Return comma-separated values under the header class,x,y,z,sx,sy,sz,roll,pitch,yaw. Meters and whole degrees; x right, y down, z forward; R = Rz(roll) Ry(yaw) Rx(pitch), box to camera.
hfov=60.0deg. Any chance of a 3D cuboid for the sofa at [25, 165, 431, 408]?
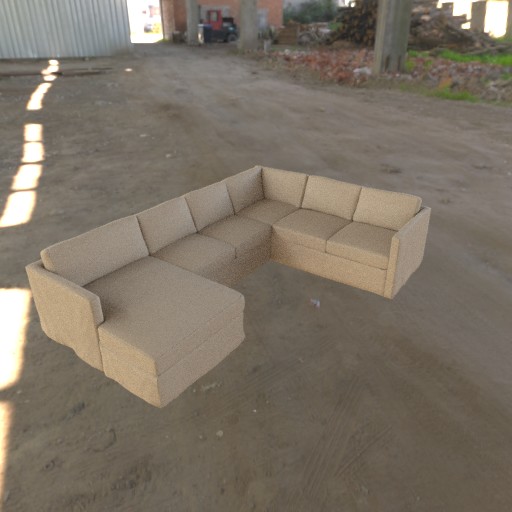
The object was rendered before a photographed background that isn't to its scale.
class,x,y,z,sx,sy,sz,roll,pitch,yaw
sofa,0.000,0.000,4.552,2.476,0.878,3.528,19,33,32
